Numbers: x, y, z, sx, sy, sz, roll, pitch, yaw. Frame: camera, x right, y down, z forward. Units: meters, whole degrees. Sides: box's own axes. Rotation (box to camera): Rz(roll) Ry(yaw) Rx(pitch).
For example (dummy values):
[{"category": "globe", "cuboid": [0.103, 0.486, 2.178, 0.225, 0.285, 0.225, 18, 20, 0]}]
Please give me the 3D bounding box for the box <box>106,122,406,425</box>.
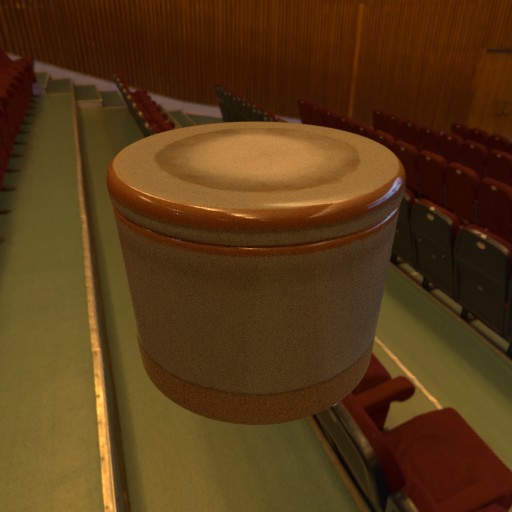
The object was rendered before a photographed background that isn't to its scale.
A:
[{"category": "box", "cuboid": [0.000, 0.000, 0.211, 0.123, 0.100, 0.123, 0, 30, 0]}]
